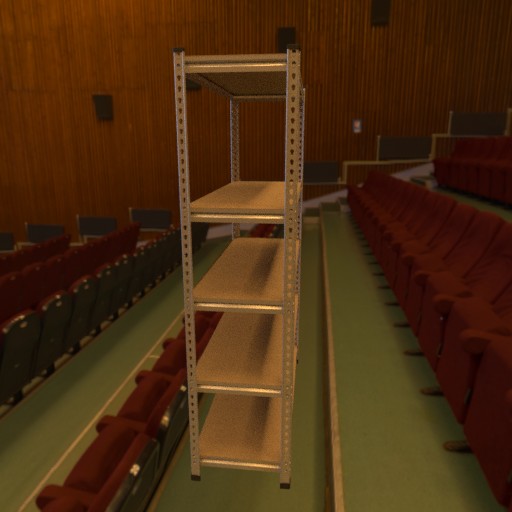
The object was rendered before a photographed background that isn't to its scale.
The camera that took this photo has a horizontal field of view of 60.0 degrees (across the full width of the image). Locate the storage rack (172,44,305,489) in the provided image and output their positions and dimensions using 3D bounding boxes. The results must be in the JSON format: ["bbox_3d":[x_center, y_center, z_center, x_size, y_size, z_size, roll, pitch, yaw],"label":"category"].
[{"bbox_3d":[0.000,0.000,2.363,0.457,1.829,1.219,2,15,7],"label":"storage rack"}]
